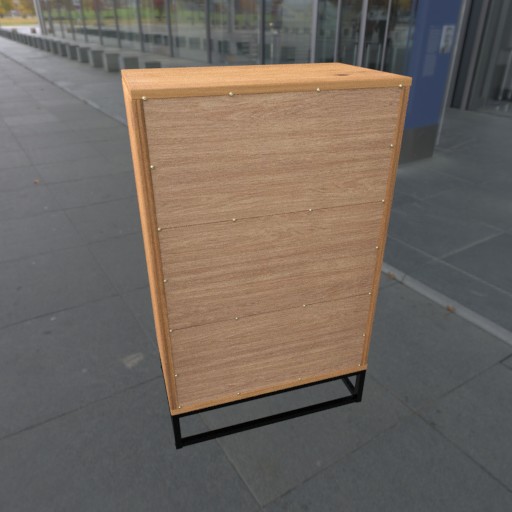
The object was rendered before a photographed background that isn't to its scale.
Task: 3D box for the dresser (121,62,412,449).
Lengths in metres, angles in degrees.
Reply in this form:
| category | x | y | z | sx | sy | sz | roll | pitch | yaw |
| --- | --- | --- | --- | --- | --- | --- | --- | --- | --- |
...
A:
| category | x | y | z | sx | sy | sz | roll | pitch | yaw |
| --- | --- | --- | --- | --- | --- | --- | --- | --- | --- |
| dresser | 0.000 | 0.000 | 1.614 | 0.761 | 1.240 | 0.479 | -9 | 30 | -15 |
